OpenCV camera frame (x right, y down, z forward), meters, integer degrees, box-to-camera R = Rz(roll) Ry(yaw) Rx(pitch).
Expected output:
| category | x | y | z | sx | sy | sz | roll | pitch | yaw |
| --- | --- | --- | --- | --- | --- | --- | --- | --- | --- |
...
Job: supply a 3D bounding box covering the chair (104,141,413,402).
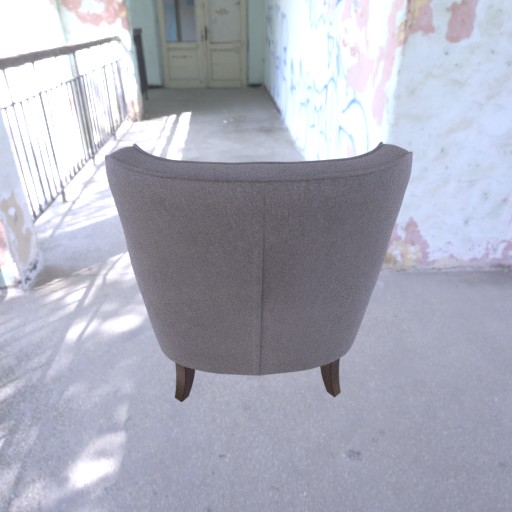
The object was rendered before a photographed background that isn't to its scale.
| category | x | y | z | sx | sy | sz | roll | pitch | yaw |
| --- | --- | --- | --- | --- | --- | --- | --- | --- | --- |
| chair | 0.000 | 0.000 | 1.547 | 0.781 | 0.919 | 0.910 | -1 | 29 | -2 |
